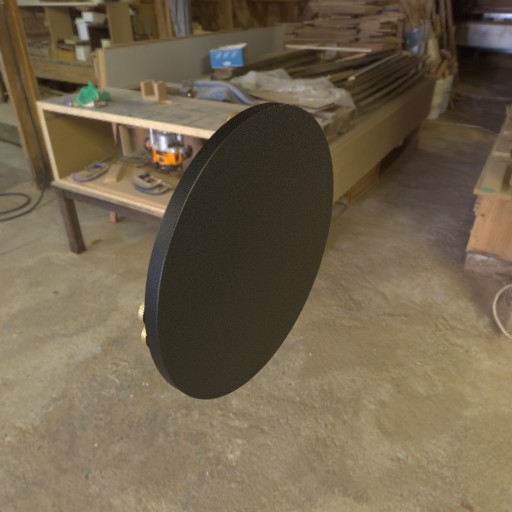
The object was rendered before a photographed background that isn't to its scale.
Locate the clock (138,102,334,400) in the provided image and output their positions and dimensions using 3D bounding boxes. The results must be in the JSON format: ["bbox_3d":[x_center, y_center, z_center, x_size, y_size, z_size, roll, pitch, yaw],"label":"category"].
[{"bbox_3d":[0.000,0.000,0.688,0.038,0.454,0.454,20,37,29],"label":"clock"}]
